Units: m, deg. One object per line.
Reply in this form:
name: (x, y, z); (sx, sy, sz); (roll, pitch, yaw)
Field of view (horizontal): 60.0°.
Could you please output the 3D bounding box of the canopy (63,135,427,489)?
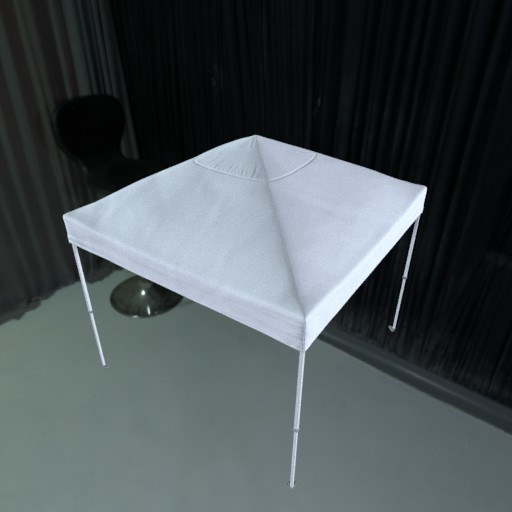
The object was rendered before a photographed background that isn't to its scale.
canopy: (0.000, 0.000, 5.438); (2.998, 2.997, 2.996); (20, 38, 29)
